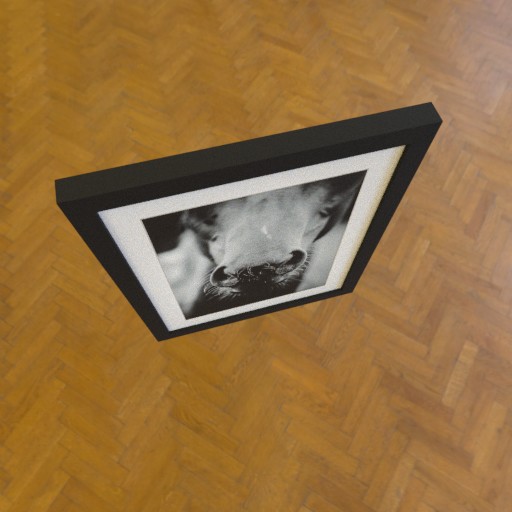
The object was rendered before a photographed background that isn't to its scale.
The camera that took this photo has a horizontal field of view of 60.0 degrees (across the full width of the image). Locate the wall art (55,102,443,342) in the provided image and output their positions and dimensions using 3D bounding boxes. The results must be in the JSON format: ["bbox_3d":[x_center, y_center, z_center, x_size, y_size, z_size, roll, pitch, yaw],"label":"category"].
[{"bbox_3d":[0.000,0.000,0.764,0.457,0.559,0.033,-13,65,-7],"label":"wall art"}]
